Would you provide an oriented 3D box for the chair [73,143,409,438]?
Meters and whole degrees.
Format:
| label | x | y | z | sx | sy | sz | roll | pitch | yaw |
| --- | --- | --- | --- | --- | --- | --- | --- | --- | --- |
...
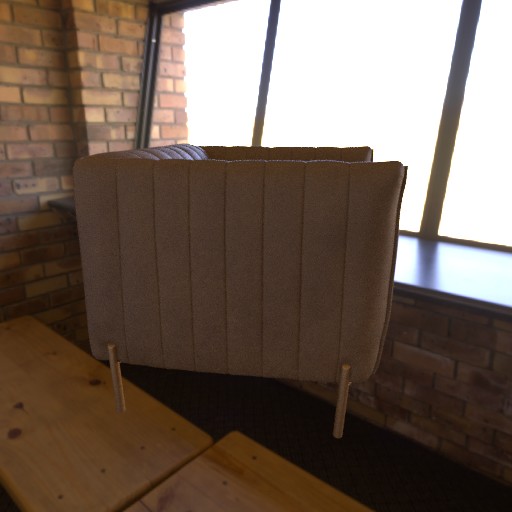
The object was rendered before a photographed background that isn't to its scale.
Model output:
| label | x | y | z | sx | sy | sz | roll | pitch | yaw |
| --- | --- | --- | --- | --- | --- | --- | --- | --- | --- |
| chair | 0.000 | 0.000 | 1.634 | 0.876 | 0.779 | 0.981 | 3 | 16 | 9 |
